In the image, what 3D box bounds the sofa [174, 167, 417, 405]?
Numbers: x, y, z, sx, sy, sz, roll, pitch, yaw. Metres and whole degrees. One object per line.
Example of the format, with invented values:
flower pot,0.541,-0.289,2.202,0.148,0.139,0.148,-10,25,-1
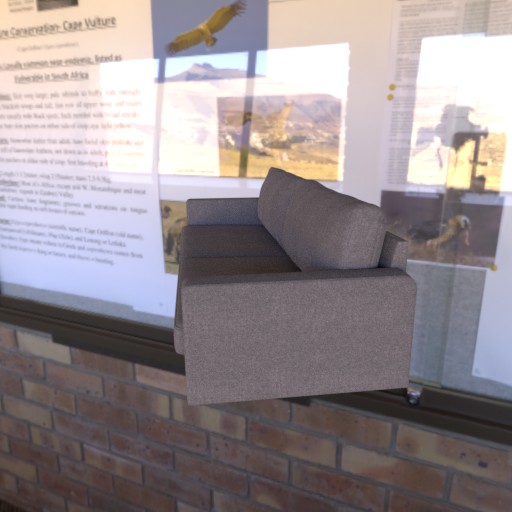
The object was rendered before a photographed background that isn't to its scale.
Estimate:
sofa,0.000,0.000,2.561,0.880,0.880,2.100,-2,15,-8
